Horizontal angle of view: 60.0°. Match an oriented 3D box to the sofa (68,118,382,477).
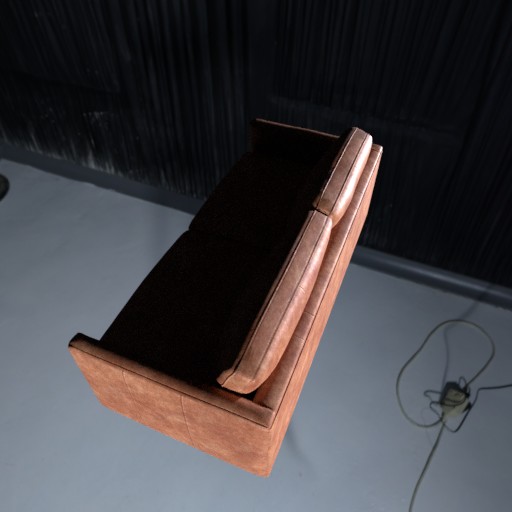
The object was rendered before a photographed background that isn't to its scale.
[{"bbox_3d":[0.000,0.000,2.462,0.923,0.863,1.971,17,49,15],"label":"sofa"}]
